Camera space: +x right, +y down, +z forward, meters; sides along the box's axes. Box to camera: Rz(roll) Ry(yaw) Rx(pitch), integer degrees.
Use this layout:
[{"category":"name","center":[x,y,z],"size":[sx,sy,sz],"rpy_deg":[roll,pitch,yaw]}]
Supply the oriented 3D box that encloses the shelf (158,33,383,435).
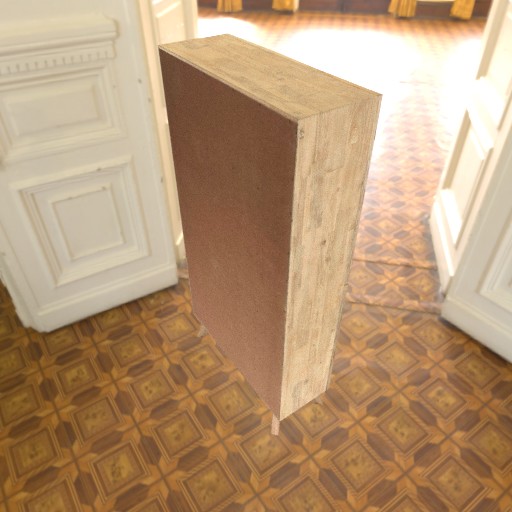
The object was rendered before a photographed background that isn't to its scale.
[{"category":"shelf","center":[0.000,0.000,1.788],"size":[0.308,1.471,0.748],"rpy_deg":[-24,46,-26]}]
